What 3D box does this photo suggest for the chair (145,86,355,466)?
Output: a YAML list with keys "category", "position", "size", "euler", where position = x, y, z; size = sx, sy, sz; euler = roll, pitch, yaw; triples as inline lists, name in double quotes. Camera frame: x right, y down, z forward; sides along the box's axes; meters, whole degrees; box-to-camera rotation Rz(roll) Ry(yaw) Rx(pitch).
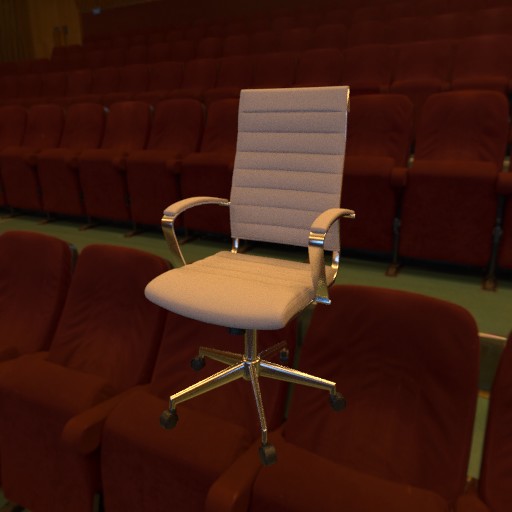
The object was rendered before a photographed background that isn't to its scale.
- category: "chair"
  position: [0.000, 0.000, 1.567]
  size: [0.679, 1.149, 0.667]
  euler: [8, 19, 26]
